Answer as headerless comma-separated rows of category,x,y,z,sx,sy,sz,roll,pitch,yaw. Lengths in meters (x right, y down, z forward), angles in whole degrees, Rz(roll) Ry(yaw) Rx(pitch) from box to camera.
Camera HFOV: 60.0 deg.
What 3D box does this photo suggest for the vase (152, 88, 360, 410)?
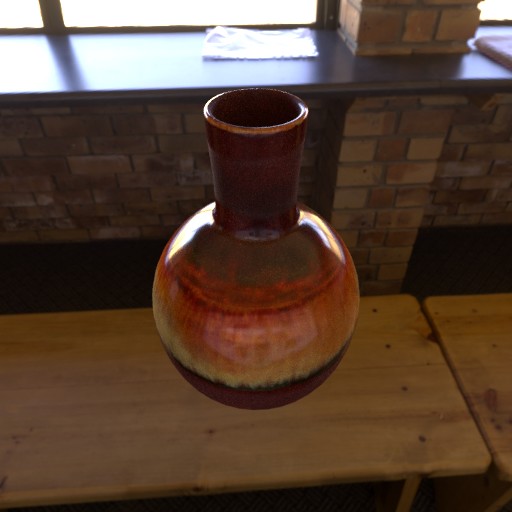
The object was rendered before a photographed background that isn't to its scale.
vase,0.000,0.000,0.224,0.111,0.154,0.111,0,41,0
